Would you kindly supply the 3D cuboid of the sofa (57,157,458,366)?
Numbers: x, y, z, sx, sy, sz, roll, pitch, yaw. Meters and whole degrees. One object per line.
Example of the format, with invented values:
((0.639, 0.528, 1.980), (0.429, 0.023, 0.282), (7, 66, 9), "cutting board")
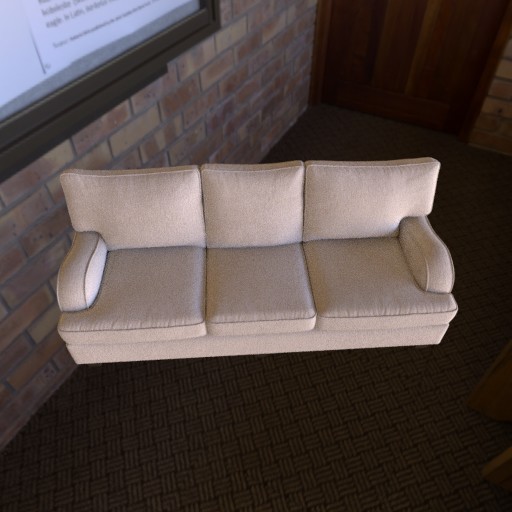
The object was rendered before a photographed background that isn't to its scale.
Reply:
((0.000, 0.000, 2.824), (2.323, 0.991, 1.016), (-3, 47, -2), "sofa")
